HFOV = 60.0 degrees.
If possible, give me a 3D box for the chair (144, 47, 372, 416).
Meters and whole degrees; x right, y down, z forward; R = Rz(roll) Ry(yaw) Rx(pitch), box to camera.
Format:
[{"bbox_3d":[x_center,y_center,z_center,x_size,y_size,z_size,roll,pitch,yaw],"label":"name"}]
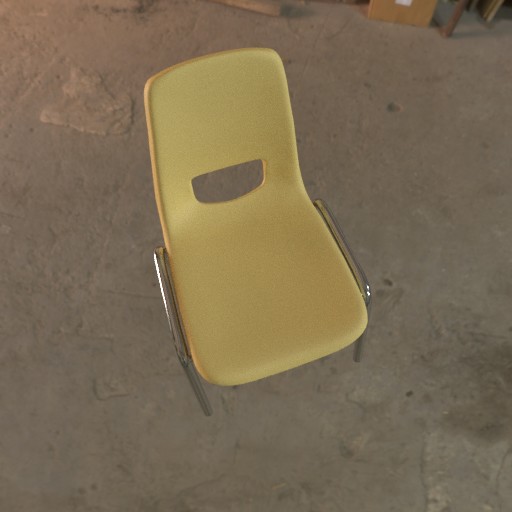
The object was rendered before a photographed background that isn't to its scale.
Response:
[{"bbox_3d":[0.000,0.000,0.769,0.354,0.536,0.385,-17,66,-8],"label":"chair"}]
